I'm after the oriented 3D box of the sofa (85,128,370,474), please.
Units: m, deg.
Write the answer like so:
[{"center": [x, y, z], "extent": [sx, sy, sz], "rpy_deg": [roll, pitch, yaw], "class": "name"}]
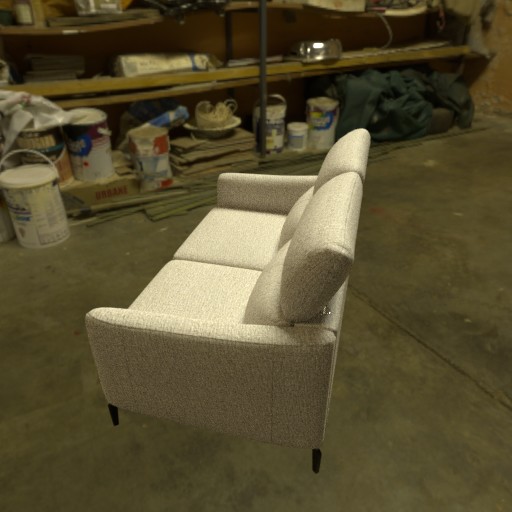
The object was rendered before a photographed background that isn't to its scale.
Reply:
[{"center": [0.000, 0.000, 2.086], "extent": [0.905, 0.950, 1.540], "rpy_deg": [8, 31, 13], "class": "sofa"}]
